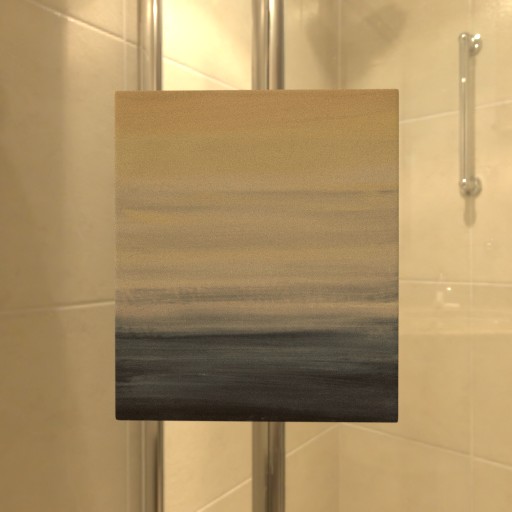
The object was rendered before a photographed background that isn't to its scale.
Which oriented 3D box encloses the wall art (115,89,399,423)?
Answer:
[{"bbox_3d":[0.000,0.000,0.967,0.608,0.710,0.041,0,0,1],"label":"wall art"}]
